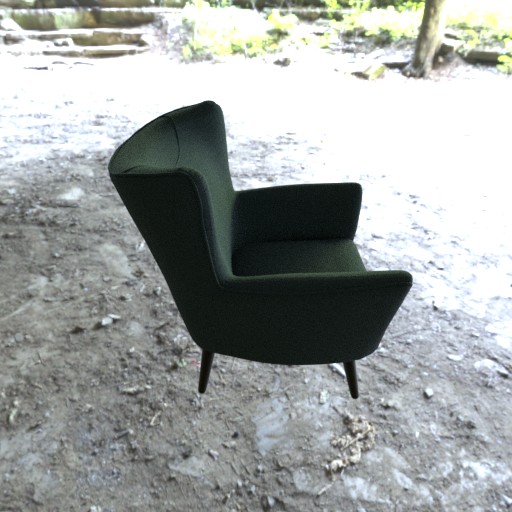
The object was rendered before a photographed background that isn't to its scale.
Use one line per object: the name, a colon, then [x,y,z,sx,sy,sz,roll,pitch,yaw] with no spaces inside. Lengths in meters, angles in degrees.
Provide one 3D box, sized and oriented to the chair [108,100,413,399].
chair: [0.000,0.000,1.607,0.888,0.933,0.781,0,31,-1]
